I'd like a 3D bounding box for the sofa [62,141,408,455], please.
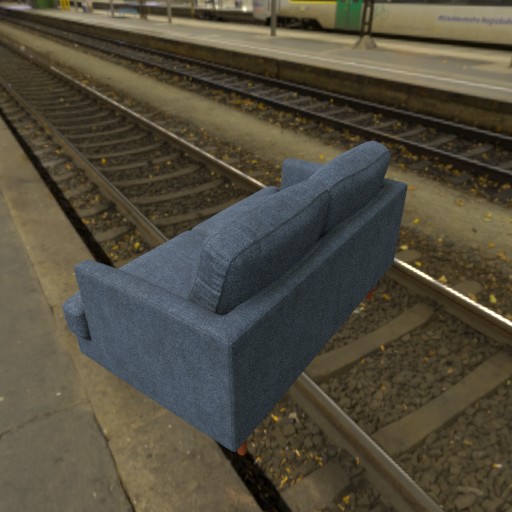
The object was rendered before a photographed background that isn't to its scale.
[{"bbox_3d":[0.000,0.000,2.158,0.903,0.944,1.582,20,36,30],"label":"sofa"}]
